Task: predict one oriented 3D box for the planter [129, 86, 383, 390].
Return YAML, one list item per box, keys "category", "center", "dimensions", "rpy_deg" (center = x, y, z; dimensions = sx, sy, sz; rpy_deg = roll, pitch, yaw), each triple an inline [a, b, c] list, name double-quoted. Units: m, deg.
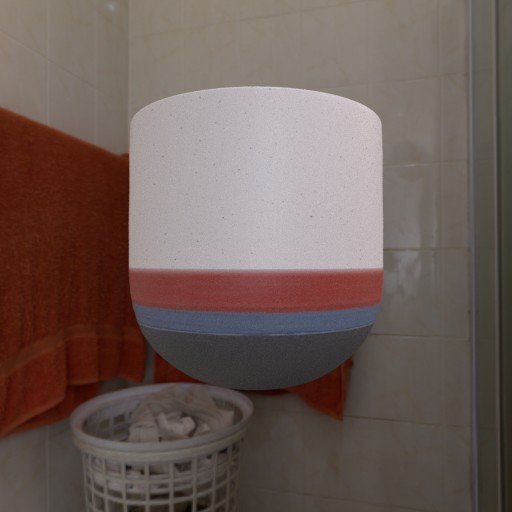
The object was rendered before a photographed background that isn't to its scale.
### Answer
- category: "planter"
  center: [0.000, 0.000, 0.486]
  dimensions: [0.268, 0.270, 0.268]
  rpy_deg: [0, -1, 0]
